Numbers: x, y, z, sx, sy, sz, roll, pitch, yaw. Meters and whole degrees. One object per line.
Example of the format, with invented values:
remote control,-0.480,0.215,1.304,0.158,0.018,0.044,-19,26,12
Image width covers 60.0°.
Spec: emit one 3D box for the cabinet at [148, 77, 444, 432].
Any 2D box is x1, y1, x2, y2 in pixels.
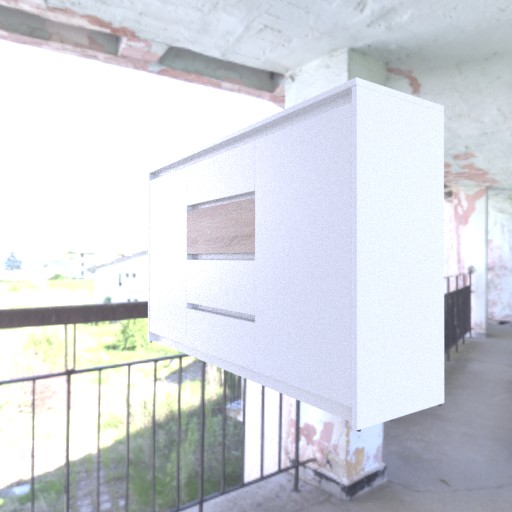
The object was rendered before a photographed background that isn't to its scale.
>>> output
cabinet,0.000,0.000,1.825,0.380,0.900,1.450,0,0,-34
